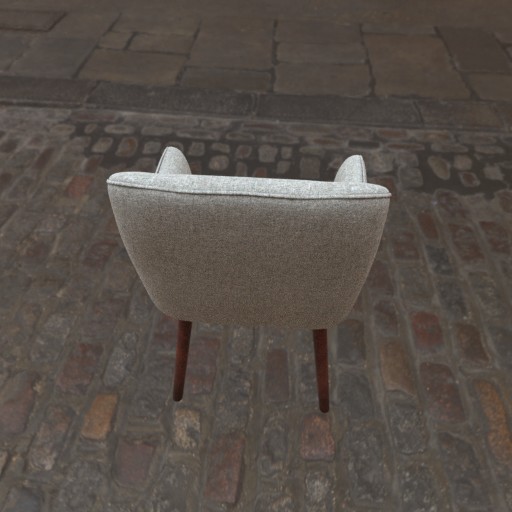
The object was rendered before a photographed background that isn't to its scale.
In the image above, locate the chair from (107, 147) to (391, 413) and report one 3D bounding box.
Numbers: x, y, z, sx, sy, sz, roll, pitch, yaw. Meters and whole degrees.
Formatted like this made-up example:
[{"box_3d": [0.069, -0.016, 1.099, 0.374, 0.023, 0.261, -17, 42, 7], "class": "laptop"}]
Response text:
[{"box_3d": [0.000, 0.000, 1.143, 0.543, 0.803, 0.519, 3, 46, 3], "class": "chair"}]
